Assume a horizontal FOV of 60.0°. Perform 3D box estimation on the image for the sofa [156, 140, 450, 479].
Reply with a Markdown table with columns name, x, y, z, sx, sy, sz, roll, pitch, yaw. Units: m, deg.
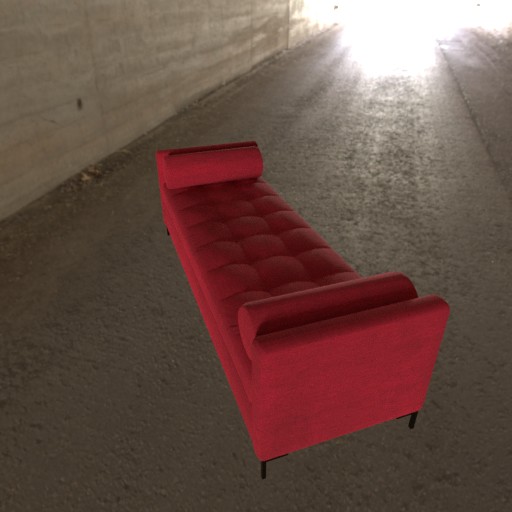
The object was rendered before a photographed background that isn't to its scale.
| name | x | y | z | sx | sy | sz | roll | pitch | yaw |
| --- | --- | --- | --- | --- | --- | --- | --- | --- | --- |
| sofa | 0.000 | 0.000 | 2.321 | 0.686 | 0.635 | 1.981 | -10 | 33 | -17 |
